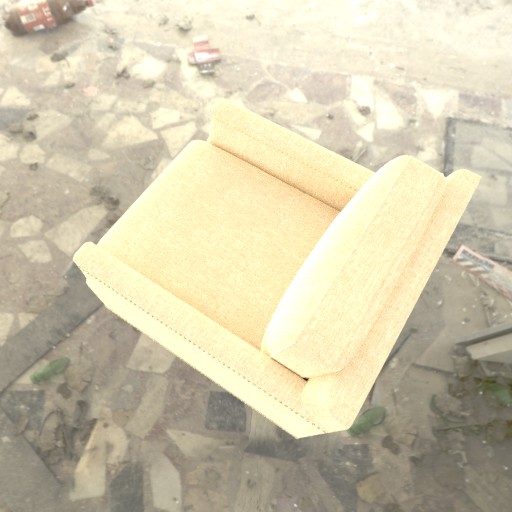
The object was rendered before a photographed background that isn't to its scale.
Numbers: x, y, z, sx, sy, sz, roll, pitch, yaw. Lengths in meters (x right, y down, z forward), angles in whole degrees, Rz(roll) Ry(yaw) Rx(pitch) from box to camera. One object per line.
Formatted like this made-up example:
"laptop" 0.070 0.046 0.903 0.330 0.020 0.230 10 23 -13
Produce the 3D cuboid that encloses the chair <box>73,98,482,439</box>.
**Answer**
"chair" 0.000 0.000 1.629 1.041 0.940 0.838 30 68 14
